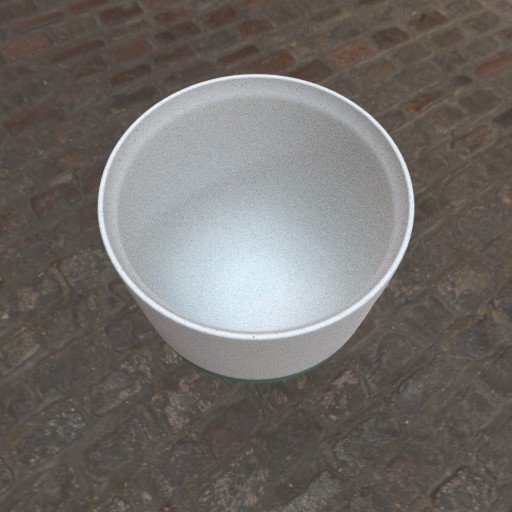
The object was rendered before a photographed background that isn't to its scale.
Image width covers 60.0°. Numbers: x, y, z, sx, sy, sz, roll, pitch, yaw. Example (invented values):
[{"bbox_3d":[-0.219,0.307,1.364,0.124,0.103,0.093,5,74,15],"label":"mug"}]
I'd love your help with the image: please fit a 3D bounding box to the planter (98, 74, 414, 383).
[{"bbox_3d":[0.000,0.000,0.496,0.268,0.270,0.268,0,64,0],"label":"planter"}]
